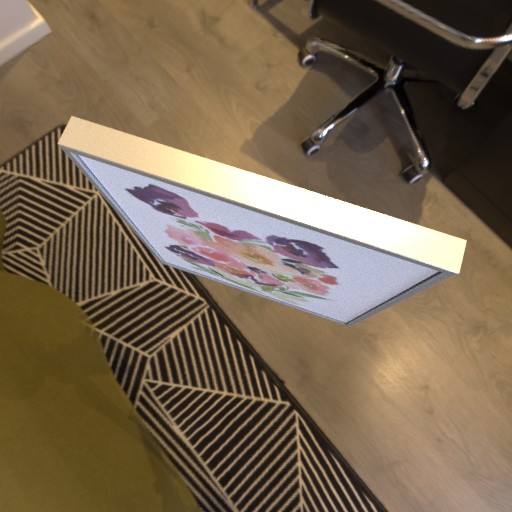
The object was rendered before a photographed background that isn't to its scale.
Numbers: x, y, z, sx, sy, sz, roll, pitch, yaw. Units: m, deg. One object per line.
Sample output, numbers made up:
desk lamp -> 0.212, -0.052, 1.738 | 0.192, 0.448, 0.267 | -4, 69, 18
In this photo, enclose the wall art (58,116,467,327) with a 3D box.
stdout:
wall art -> 0.000, 0.000, 0.742 | 0.452, 0.549, 0.038 | 18, 76, 5
